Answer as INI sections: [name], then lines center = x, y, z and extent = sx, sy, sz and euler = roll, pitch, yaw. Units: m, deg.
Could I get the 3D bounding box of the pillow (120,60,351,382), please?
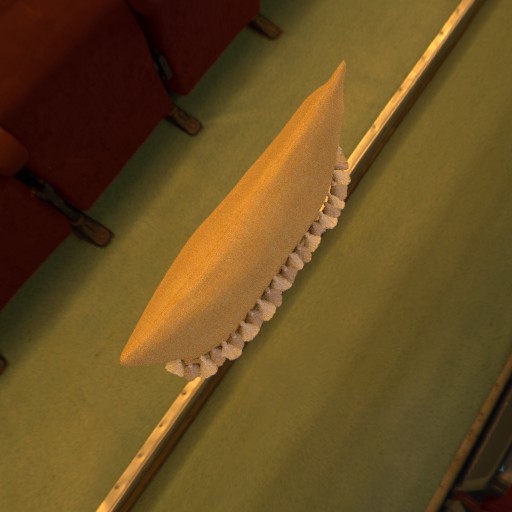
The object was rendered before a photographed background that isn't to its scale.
[pillow]
center = 0.000, 0.000, 0.751
extent = 0.167, 0.481, 0.485
euler = 34, 77, 9
